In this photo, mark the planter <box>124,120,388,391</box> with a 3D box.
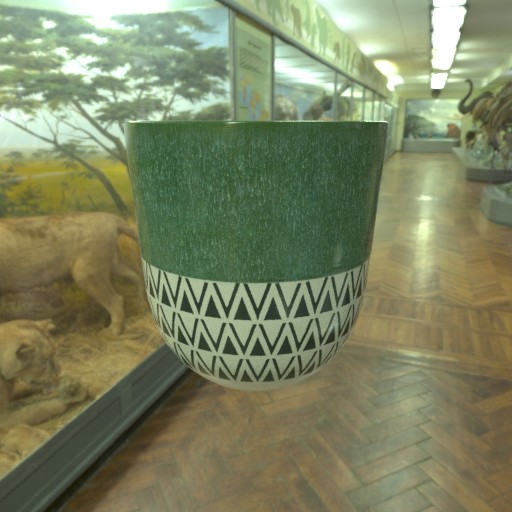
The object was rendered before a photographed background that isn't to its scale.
[{"bbox_3d":[0.000,0.000,0.369,0.195,0.214,0.195,0,17,0],"label":"planter"}]
